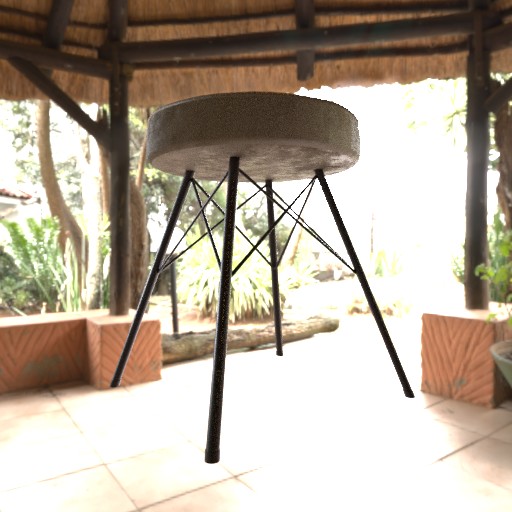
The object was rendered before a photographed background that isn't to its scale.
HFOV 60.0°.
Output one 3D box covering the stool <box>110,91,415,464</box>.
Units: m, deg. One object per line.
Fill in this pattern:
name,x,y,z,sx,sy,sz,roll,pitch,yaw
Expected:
stool,0.000,0.000,0.879,0.457,0.538,0.423,-1,1,-36
